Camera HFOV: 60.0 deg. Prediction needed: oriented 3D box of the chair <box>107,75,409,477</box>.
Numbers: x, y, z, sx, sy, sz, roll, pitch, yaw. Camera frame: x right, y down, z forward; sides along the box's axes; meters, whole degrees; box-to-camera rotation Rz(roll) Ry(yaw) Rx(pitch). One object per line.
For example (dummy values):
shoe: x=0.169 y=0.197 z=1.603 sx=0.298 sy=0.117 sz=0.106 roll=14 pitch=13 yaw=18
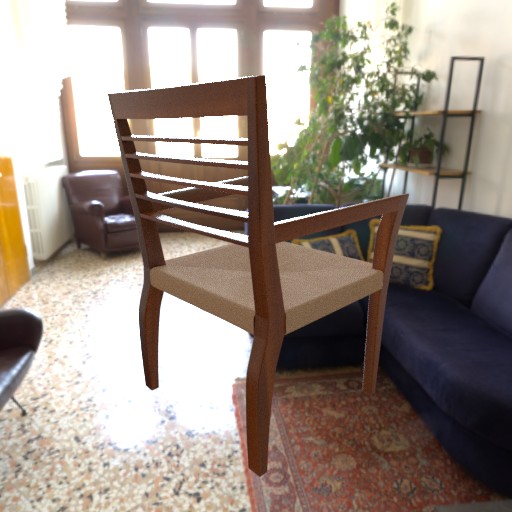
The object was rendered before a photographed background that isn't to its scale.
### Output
chair: x=0.000 y=0.000 z=1.223 sx=0.540 sy=0.855 sz=0.587 roll=-15 pitch=22 yaw=-41
